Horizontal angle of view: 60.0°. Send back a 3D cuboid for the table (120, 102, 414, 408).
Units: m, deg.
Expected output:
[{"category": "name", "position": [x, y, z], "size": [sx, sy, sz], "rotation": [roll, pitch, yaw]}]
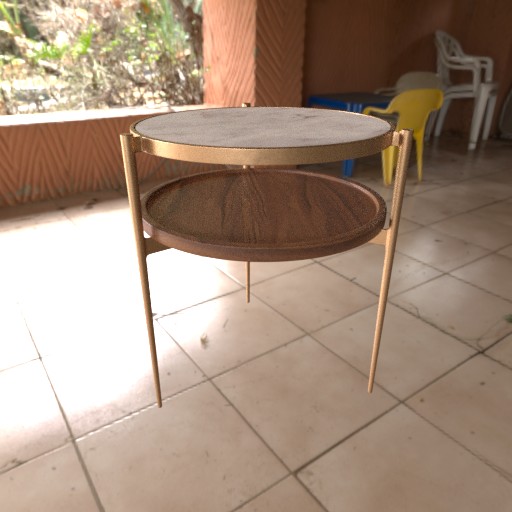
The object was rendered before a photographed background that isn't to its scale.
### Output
[{"category": "table", "position": [0.000, 0.000, 0.829], "size": [0.456, 0.493, 0.430], "rotation": [-17, 31, -32]}]
